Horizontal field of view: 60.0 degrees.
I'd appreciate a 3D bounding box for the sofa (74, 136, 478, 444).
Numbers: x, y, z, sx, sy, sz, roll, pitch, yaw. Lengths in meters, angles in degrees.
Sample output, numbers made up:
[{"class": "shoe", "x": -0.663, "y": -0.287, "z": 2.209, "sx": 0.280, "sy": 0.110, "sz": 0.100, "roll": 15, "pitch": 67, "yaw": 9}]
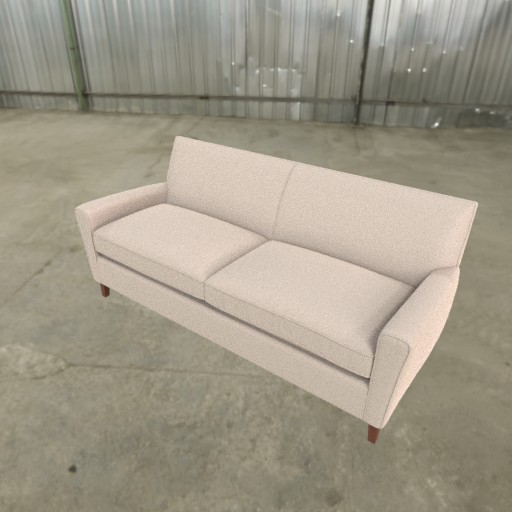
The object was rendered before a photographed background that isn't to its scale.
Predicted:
[{"class": "sofa", "x": 0.000, "y": 0.000, "z": 2.425, "sx": 2.000, "sy": 0.846, "sz": 0.875, "roll": 20, "pitch": 36, "yaw": 31}]
